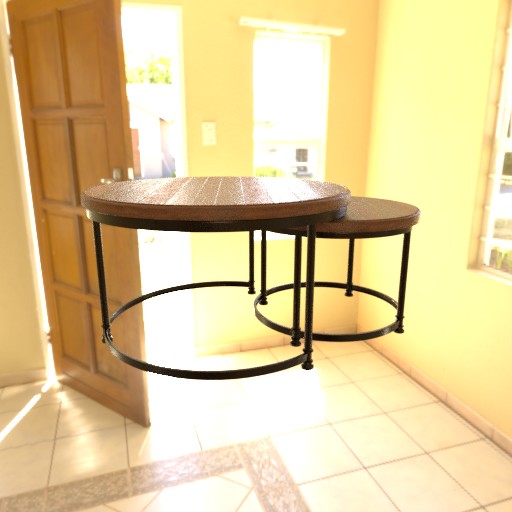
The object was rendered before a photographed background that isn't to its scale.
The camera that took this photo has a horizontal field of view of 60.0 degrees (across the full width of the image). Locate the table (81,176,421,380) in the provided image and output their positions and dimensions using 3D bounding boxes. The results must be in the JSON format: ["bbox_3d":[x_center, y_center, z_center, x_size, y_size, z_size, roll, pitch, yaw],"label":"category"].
[{"bbox_3d":[0.000,0.000,1.620,1.152,0.516,0.870,-8,17,-27],"label":"table"}]
